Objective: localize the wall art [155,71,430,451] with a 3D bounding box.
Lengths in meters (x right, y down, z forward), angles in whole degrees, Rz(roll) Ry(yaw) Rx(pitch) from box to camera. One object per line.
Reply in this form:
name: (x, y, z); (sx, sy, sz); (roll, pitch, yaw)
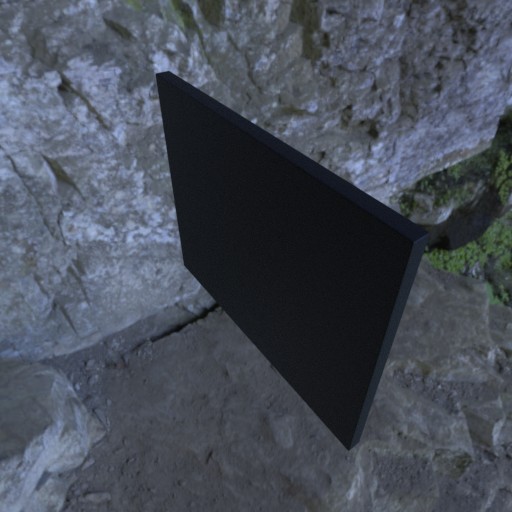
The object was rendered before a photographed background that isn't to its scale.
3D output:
wall art: (0.000, 0.000, 0.756); (0.031, 0.457, 0.558); (-26, 48, -26)
